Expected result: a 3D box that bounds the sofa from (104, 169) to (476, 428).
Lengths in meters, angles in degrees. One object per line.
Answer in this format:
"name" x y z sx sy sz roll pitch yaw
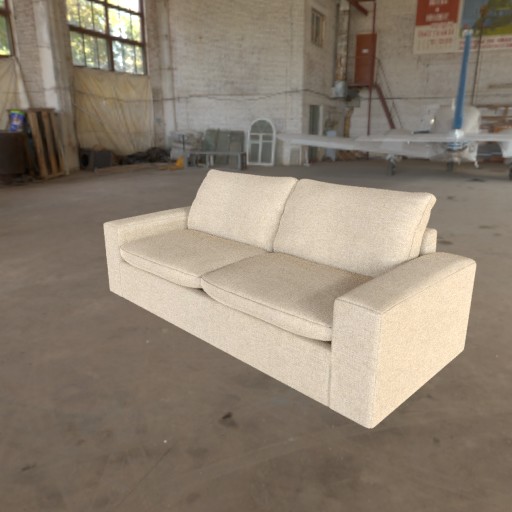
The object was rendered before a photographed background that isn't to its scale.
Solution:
"sofa" 0.000 0.000 2.819 1.040 0.922 2.299 -16 23 -42
